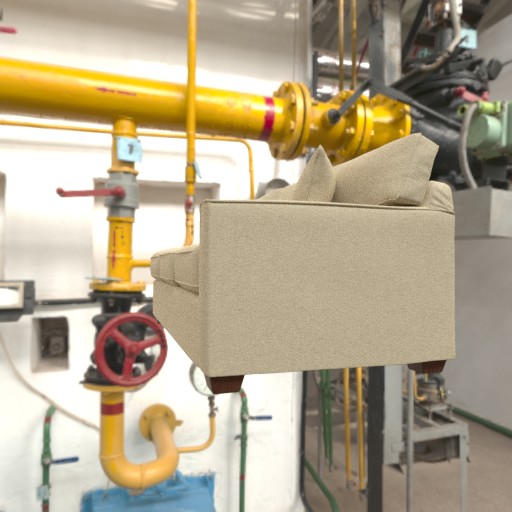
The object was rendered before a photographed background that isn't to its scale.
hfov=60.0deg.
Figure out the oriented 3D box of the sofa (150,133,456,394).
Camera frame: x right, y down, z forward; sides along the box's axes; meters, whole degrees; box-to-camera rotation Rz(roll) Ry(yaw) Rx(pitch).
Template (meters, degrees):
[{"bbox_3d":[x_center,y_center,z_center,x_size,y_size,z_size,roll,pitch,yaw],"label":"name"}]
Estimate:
[{"bbox_3d":[0.000,0.000,2.504,1.034,0.946,1.963,0,-1,-18],"label":"sofa"}]
